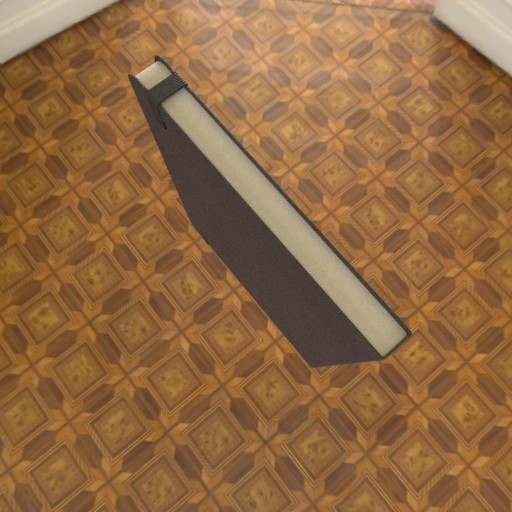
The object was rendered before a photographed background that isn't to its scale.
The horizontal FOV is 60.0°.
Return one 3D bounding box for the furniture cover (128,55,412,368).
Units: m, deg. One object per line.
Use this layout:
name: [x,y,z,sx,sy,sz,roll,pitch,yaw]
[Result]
furniture cover: [0.000,0.000,0.371,0.023,0.281,0.216,-39,78,-9]
